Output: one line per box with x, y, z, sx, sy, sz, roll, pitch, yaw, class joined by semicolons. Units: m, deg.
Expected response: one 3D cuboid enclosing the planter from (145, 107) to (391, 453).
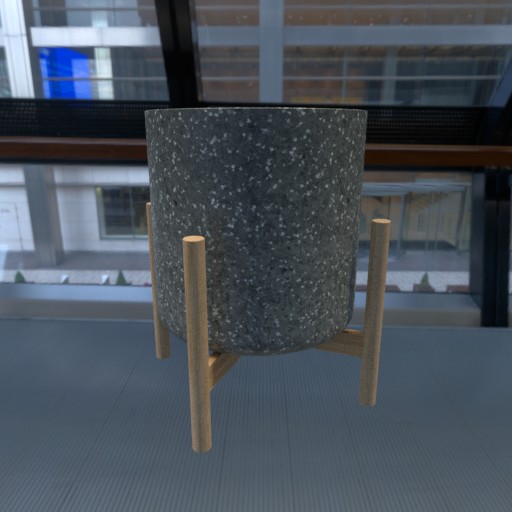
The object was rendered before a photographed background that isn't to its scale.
0.000;0.000;0.678;0.360;0.419;0.360;-16;22;-43;planter
